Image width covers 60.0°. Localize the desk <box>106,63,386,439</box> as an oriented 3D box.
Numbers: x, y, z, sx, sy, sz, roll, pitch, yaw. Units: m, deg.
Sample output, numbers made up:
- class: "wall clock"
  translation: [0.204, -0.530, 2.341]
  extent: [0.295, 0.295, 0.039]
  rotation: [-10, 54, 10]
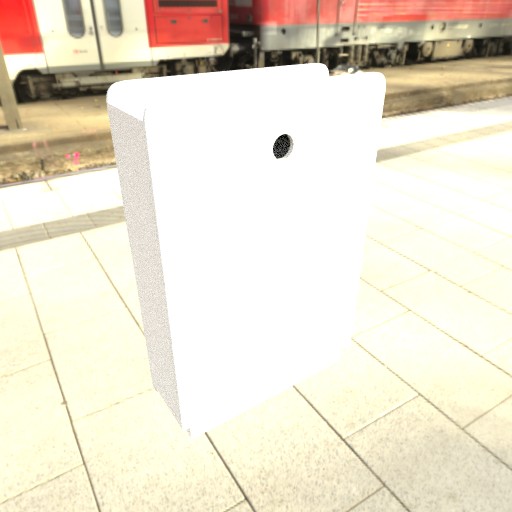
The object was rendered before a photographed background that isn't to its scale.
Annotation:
- class: "desk"
  translation: [0.000, 0.000, 1.569]
  extent: [0.795, 1.190, 0.278]
  rotation: [-19, 35, -29]
